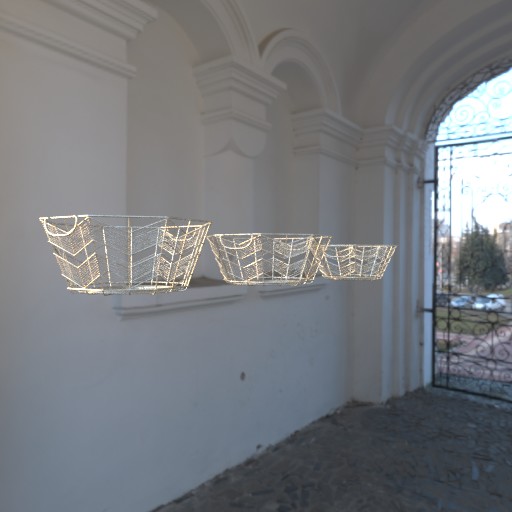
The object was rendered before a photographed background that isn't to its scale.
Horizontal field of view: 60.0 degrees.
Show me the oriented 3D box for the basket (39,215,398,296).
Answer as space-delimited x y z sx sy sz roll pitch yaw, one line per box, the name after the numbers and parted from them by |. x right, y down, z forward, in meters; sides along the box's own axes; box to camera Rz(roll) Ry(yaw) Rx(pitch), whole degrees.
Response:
0.000 0.000 1.392 1.246 0.178 0.432 0 0 -37 | basket
